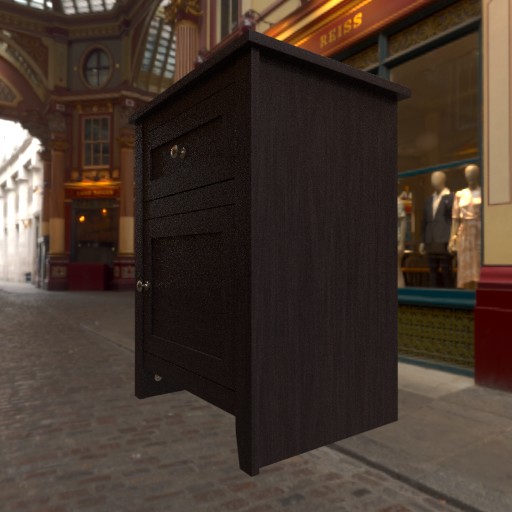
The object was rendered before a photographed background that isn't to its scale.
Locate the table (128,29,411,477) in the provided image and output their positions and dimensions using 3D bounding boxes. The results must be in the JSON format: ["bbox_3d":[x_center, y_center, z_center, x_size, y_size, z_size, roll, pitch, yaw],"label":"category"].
[{"bbox_3d":[0.000,0.000,0.923,0.381,0.635,0.480,0,0,-36],"label":"table"}]
